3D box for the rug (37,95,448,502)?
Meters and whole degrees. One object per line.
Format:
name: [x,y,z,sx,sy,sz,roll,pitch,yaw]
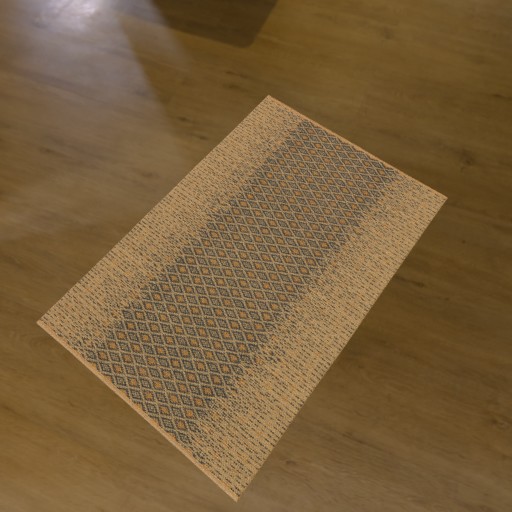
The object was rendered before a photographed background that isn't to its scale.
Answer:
rug: [0.000,0.000,2.253,1.219,0.005,1.828,35,69,15]
